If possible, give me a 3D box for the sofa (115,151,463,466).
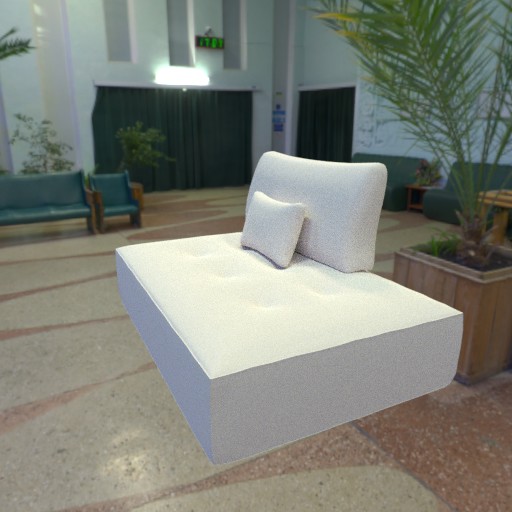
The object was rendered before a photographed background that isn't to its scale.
[{"bbox_3d":[0.000,0.000,1.983,1.000,0.820,1.450,-8,18,-25],"label":"sofa"}]
